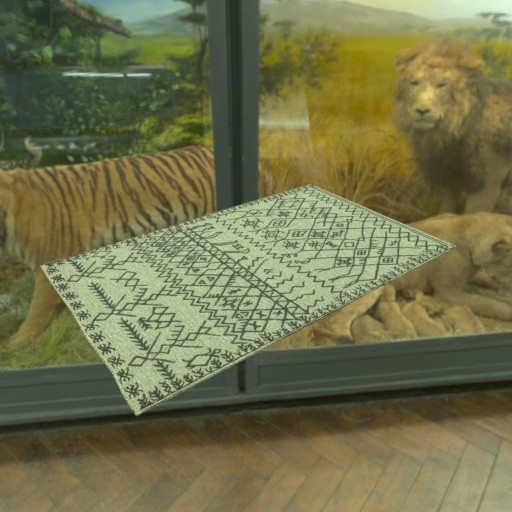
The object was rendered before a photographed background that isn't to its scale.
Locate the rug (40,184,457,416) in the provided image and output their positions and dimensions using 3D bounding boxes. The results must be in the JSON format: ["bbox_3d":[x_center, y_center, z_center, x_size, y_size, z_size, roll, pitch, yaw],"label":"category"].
[{"bbox_3d":[0.000,0.000,4.780,3.824,0.019,2.393,-21,36,-31],"label":"rug"}]
